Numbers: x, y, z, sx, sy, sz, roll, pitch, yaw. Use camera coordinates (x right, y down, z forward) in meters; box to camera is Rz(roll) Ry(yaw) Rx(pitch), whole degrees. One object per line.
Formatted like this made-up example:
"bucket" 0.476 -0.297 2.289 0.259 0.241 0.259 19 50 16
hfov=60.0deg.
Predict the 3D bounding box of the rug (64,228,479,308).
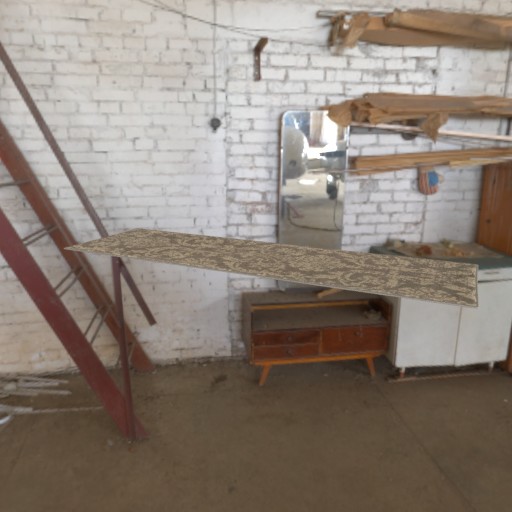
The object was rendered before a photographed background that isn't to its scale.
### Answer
"rug" 0.000 0.000 2.432 2.196 0.011 0.662 7 16 25
